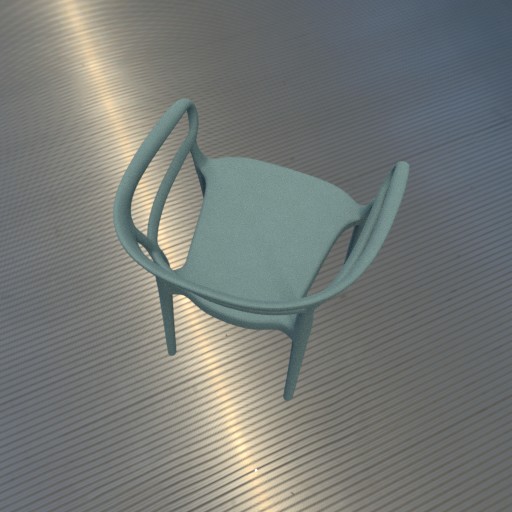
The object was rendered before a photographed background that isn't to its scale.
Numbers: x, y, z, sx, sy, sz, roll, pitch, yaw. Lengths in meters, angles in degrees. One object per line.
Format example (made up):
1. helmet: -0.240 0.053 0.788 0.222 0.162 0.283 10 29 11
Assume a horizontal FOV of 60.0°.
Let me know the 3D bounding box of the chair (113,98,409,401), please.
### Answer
1. chair: 0.000 0.000 1.138 0.559 0.761 0.527 19 66 9
